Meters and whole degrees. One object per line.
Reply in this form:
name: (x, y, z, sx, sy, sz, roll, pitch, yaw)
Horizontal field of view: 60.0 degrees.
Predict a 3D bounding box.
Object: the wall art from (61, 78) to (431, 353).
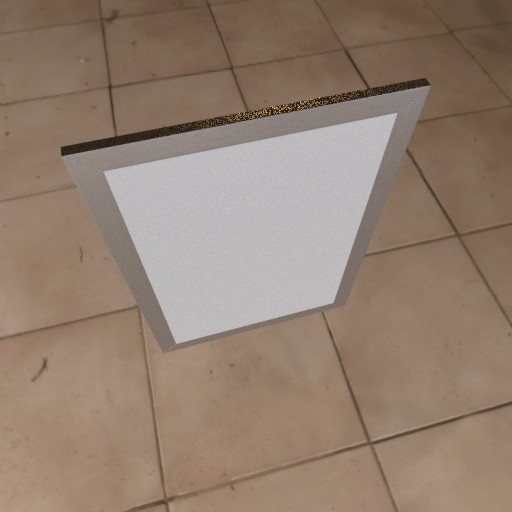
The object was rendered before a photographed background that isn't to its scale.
wall art: (0.000, 0.000, 0.662, 0.376, 0.529, 0.013, -13, 59, -8)
